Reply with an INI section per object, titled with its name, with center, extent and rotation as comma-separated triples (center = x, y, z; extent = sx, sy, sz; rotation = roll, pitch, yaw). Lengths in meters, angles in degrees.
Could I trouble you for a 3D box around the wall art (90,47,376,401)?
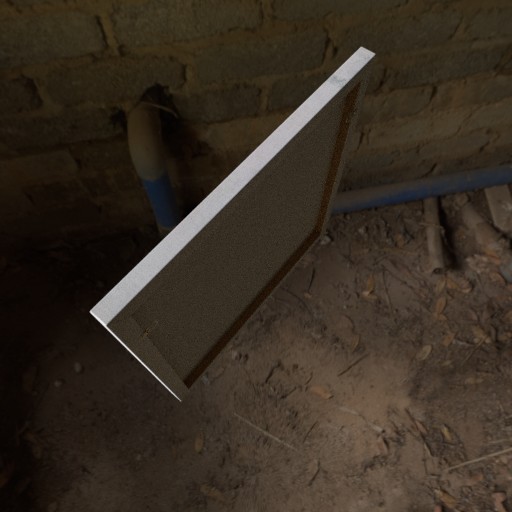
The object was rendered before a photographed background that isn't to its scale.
[wall art]
center = 0.000, 0.000, 1.145
extent = 0.041, 0.762, 0.762
rotation = 36, 69, 16
